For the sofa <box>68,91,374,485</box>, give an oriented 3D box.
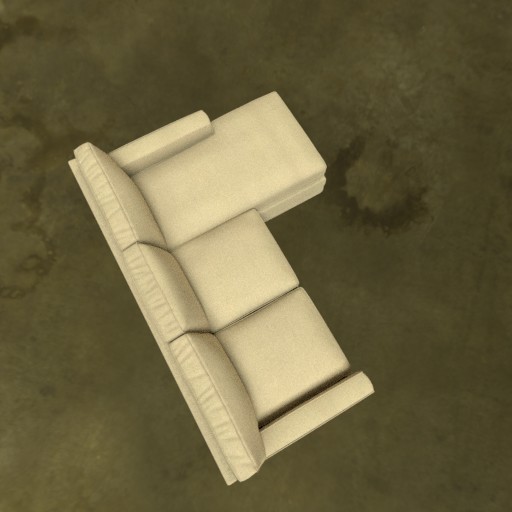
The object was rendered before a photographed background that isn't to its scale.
[{"bbox_3d":[0.000,0.000,2.801,1.496,0.861,2.087,-28,75,-8],"label":"sofa"}]
